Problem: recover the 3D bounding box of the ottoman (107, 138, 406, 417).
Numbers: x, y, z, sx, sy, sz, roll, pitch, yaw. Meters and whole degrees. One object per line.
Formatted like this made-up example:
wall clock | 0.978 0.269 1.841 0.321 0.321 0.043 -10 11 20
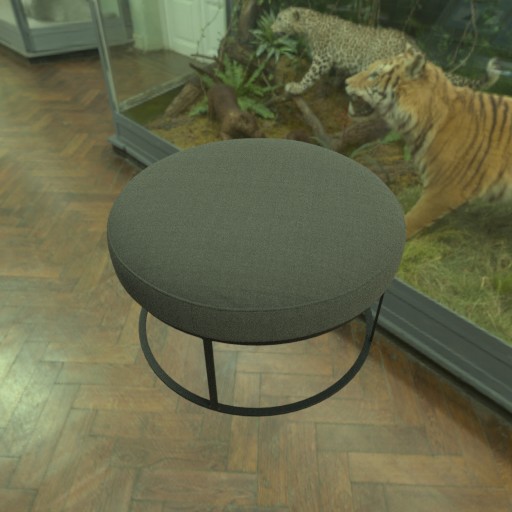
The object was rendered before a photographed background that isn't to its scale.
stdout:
ottoman | 0.000 0.000 1.264 0.772 0.460 0.772 0 40 0
